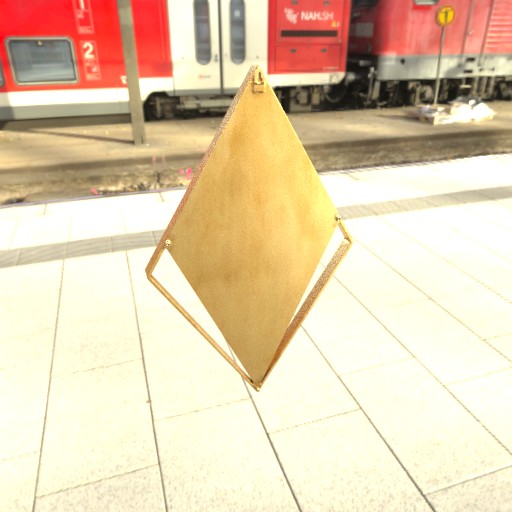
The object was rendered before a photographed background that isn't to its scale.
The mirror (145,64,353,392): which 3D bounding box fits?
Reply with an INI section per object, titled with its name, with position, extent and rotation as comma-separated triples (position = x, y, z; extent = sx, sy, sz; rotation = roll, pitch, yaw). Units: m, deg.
[mirror]
position = 0.000, 0.000, 0.856
extent = 0.419, 0.679, 0.032
rotation = -10, 29, -18
